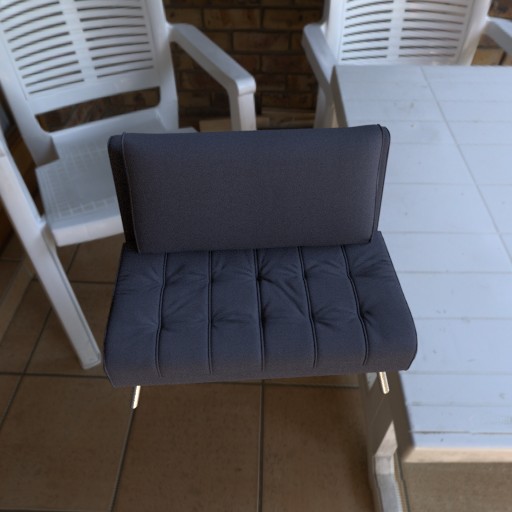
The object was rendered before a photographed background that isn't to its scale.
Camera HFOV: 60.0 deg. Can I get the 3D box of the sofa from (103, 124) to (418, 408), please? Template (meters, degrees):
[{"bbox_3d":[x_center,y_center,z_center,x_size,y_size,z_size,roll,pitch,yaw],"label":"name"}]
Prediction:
[{"bbox_3d":[0.000,0.000,1.896,1.220,0.910,0.910,-3,48,-2],"label":"sofa"}]
